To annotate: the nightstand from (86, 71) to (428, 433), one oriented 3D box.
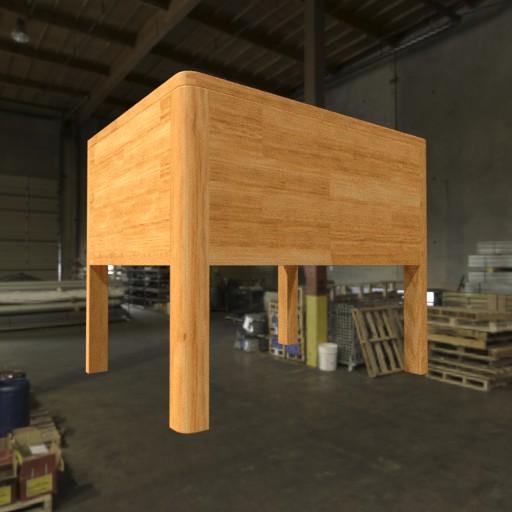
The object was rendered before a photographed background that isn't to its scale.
[{"bbox_3d":[0.000,0.000,0.909,0.560,0.470,0.440,1,-1,-37],"label":"nightstand"}]
